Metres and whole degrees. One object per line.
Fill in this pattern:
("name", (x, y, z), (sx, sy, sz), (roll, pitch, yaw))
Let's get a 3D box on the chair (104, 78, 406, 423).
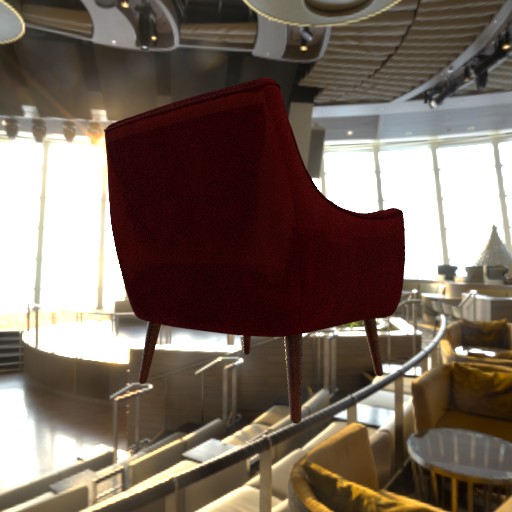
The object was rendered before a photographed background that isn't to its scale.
("chair", (0.000, 0.000, 1.474), (0.762, 0.838, 0.787), (0, -1, 37))
